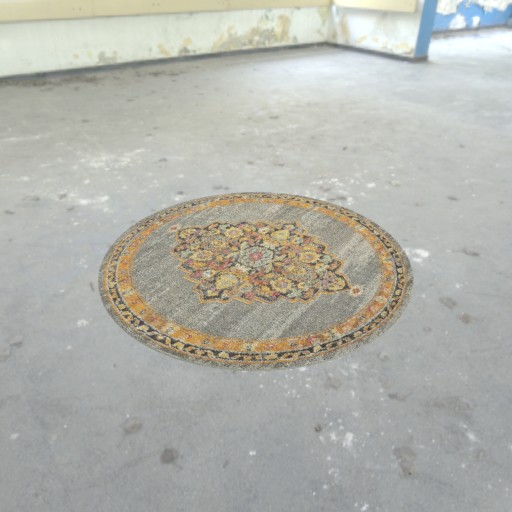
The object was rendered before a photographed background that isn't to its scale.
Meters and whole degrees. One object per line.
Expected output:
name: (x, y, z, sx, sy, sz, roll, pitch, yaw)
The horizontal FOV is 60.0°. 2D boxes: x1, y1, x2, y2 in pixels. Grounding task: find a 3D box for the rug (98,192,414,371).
rug: (0.000, 0.000, 3.486, 2.382, 0.014, 2.382, 0, 33, 0)
